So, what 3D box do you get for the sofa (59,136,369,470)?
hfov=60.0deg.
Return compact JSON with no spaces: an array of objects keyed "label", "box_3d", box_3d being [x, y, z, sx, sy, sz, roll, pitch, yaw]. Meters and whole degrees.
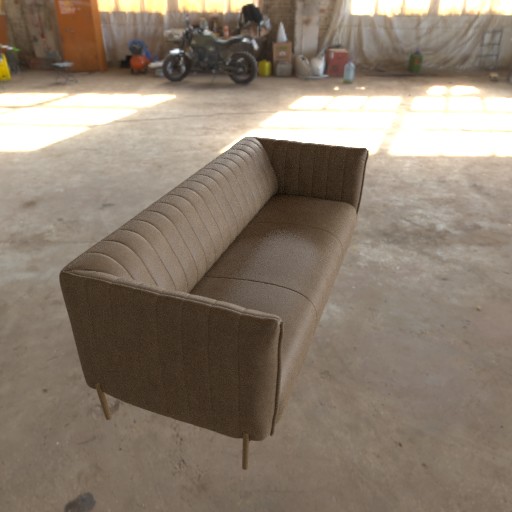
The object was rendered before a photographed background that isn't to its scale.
[{"label":"sofa","box_3d":[0.000,0.000,2.442,0.876,0.779,1.980,11,33,17]}]
